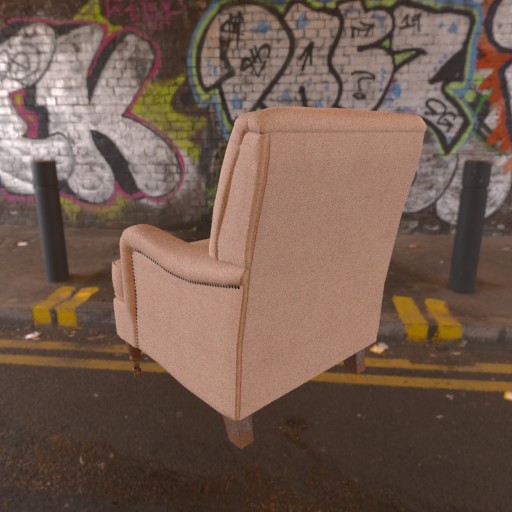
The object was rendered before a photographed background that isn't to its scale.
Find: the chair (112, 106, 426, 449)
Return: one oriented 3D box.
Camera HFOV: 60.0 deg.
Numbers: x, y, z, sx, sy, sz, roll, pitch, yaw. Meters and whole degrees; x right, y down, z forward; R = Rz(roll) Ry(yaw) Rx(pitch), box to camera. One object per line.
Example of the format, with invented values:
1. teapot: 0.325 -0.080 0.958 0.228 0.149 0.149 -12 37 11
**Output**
1. chair: 0.000 0.000 1.805 0.879 1.119 0.953 -15 21 -42
